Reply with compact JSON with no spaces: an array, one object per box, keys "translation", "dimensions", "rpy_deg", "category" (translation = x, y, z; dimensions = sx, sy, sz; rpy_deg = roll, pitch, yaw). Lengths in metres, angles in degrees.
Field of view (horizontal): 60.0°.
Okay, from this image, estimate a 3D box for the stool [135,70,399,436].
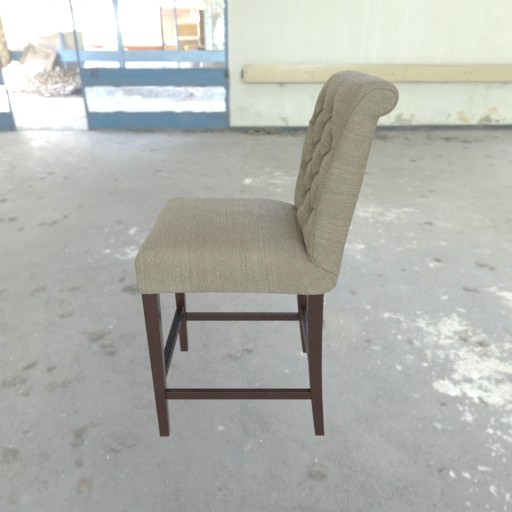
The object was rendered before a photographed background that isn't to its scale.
[{"translation":[0.000,0.000,1.417],"dimensions":[0.660,1.084,0.486],"rpy_deg":[0,26,0],"category":"stool"}]
